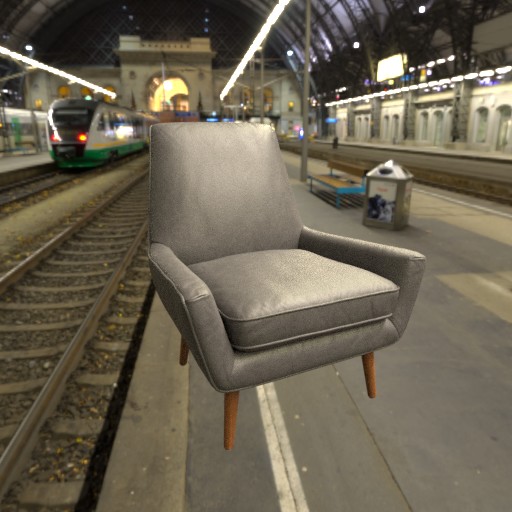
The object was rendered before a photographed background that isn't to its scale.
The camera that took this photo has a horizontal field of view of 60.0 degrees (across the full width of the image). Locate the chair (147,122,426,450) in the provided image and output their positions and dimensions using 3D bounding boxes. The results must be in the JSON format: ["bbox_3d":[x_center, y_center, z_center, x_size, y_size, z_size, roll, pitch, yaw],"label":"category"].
[{"bbox_3d":[0.000,0.000,1.519,0.787,0.888,0.822,-8,18,-27],"label":"chair"}]
